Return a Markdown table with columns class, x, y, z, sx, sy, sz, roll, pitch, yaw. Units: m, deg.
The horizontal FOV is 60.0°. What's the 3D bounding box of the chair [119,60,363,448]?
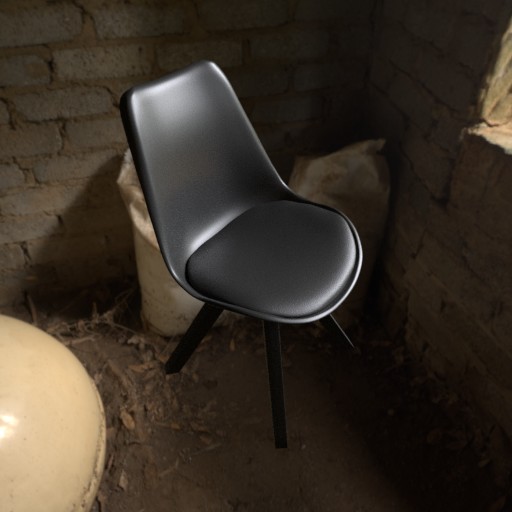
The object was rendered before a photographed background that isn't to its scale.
| class | x | y | z | sx | sy | sz | roll | pitch | yaw |
| --- | --- | --- | --- | --- | --- | --- | --- | --- | --- |
| chair | 0.000 | 0.000 | 1.171 | 0.530 | 0.850 | 0.485 | 25 | 47 | 26 |
